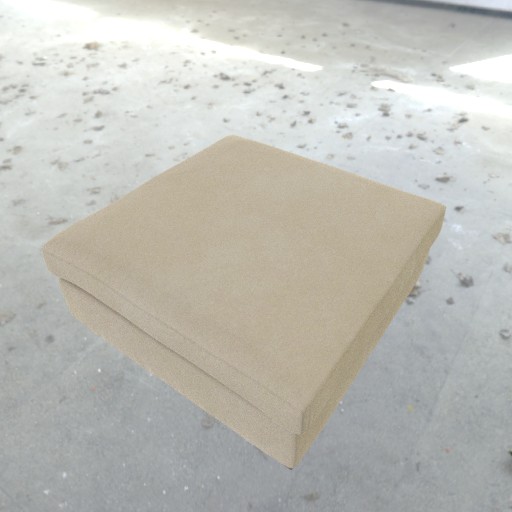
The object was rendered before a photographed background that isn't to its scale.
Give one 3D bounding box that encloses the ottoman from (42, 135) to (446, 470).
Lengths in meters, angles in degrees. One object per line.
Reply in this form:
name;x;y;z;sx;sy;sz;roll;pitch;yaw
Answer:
ottoman;0.000;0.000;1.878;1.190;0.522;1.205;25;47;26
